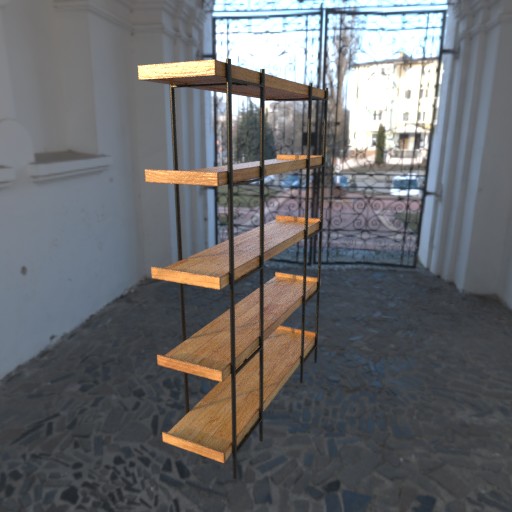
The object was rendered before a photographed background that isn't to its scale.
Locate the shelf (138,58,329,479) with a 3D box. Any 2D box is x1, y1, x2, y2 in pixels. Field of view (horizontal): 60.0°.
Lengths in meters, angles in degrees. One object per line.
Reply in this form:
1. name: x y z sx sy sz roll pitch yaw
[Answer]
1. shelf: 0.000 0.000 2.446 0.379 1.826 1.371 7 17 25
